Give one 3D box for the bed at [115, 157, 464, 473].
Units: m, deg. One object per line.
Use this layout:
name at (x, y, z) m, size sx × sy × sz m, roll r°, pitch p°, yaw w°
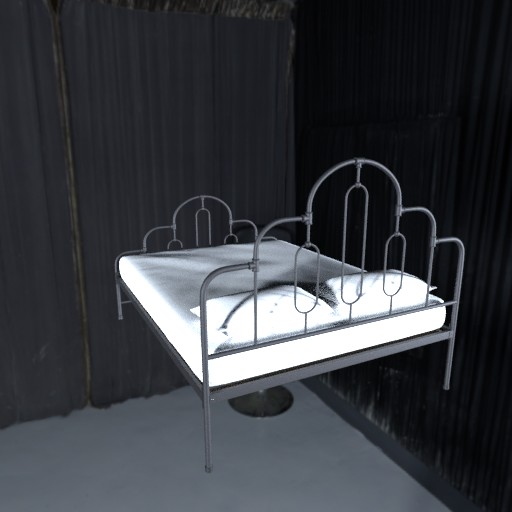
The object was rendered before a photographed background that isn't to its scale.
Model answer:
bed at (0.000, 0.000, 3.181) m, size 1.640 × 1.429 × 2.163 m, roll -7°, pitch 16°, yaw -26°
